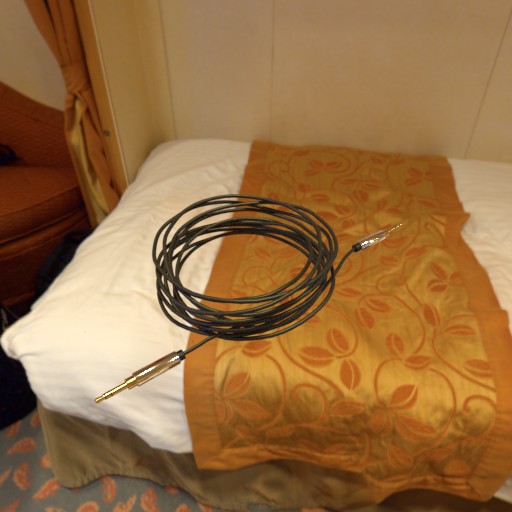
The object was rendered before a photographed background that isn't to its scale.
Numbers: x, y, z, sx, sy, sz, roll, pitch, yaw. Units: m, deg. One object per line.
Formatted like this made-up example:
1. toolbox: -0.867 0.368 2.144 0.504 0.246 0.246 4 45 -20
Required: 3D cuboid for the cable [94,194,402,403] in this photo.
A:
1. cable: 0.000 0.000 0.506 0.432 0.069 0.198 -25 46 -27
